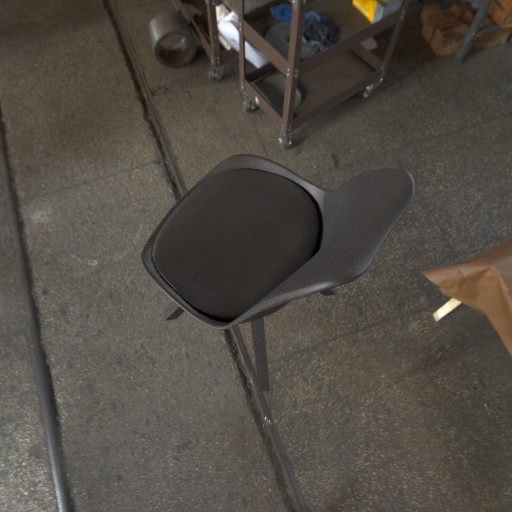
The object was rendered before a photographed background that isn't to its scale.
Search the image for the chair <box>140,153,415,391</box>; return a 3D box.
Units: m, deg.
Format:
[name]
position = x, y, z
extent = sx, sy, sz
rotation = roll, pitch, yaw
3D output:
[chair]
position = 0.000, 0.000, 1.184
extent = 0.550, 0.850, 0.485
rotation = 33, 69, 15
